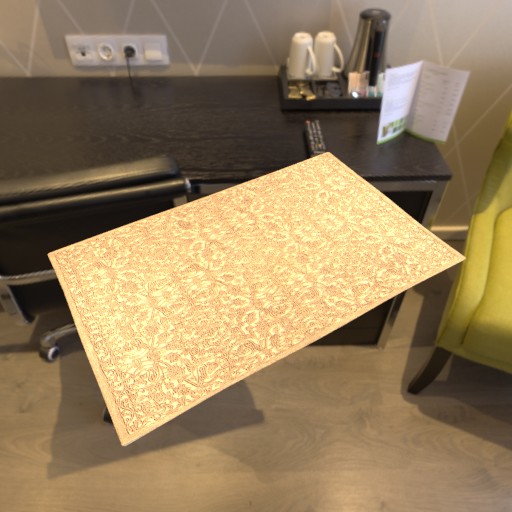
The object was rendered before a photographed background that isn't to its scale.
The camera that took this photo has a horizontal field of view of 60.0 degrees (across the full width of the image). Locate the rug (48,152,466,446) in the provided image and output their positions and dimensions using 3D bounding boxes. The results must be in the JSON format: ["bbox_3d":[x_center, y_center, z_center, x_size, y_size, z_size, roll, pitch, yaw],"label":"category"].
[{"bbox_3d":[0.000,0.000,3.033,2.435,0.012,1.529,-24,50,-21],"label":"rug"}]
